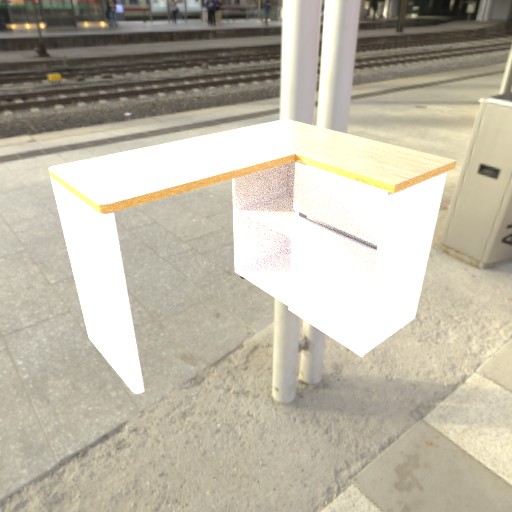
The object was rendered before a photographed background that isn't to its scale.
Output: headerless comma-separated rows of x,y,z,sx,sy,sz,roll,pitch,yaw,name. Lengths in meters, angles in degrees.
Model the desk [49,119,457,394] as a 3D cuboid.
0.000,0.000,1.778,1.170,0.760,0.900,-23,37,-35,desk
